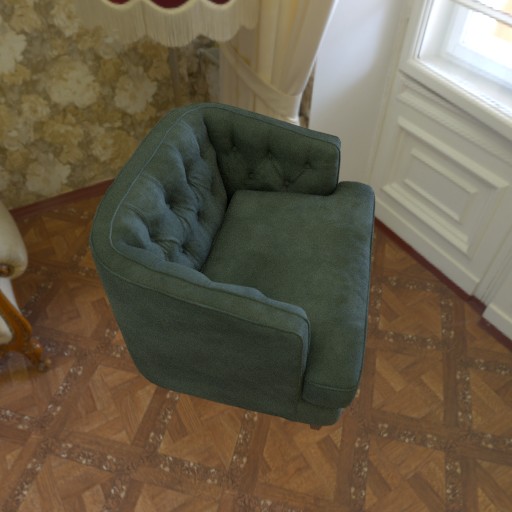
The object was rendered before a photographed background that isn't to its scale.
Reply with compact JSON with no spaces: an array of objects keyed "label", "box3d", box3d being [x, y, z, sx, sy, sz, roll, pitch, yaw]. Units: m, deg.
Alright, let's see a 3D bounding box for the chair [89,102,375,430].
[{"label":"chair","box3d":[0.000,0.000,1.838,0.941,0.852,1.104,10,47,9]}]
